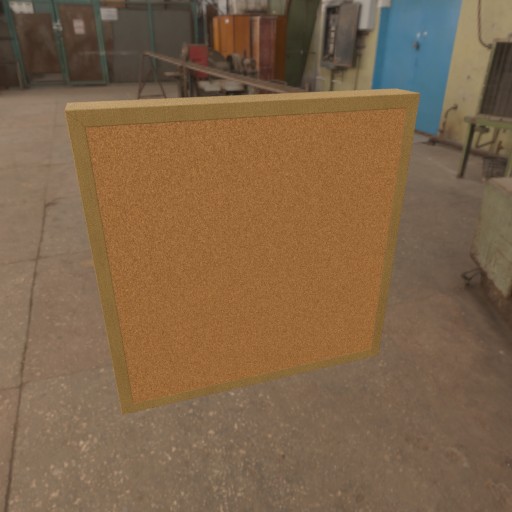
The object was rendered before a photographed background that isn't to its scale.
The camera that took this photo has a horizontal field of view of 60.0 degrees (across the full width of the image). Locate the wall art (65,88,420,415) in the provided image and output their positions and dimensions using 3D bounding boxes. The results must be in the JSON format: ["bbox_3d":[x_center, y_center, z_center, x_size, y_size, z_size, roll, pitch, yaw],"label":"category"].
[{"bbox_3d":[0.000,0.000,0.449,0.305,0.305,0.038,-8,28,-16],"label":"wall art"}]
